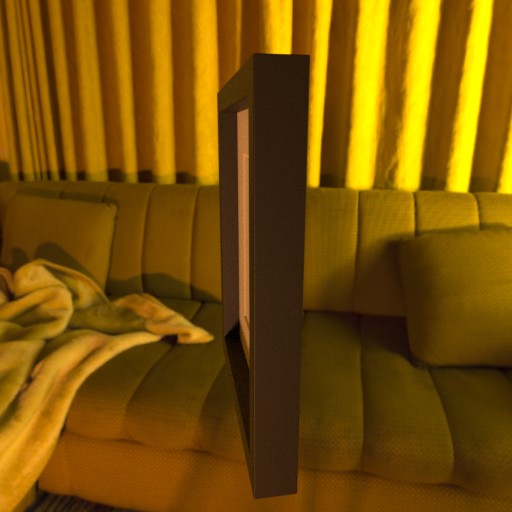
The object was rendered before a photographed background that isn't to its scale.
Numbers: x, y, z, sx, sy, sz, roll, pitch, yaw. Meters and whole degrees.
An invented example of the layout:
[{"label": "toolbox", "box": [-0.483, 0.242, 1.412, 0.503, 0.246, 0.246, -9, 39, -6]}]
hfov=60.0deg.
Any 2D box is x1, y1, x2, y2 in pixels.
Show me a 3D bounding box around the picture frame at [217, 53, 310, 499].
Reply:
[{"label": "picture frame", "box": [0.000, 0.000, 0.382, 0.042, 0.284, 0.232, -3, 16, -9]}]
